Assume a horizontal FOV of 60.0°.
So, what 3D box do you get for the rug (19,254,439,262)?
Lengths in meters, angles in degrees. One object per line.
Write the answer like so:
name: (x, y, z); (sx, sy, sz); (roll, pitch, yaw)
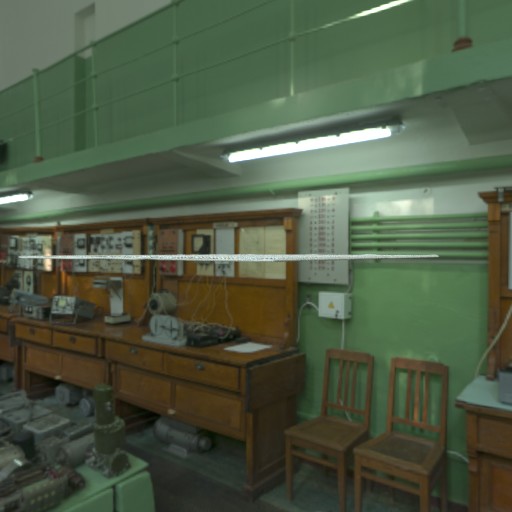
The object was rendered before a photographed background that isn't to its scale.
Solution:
rug: (0.000, 0.000, 4.015); (2.429, 0.030, 3.052); (0, 1, 36)
